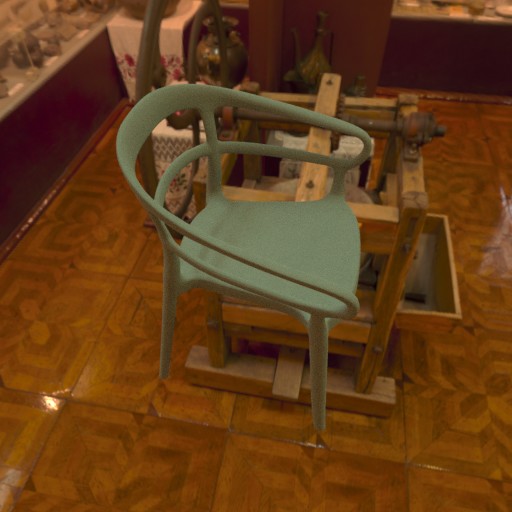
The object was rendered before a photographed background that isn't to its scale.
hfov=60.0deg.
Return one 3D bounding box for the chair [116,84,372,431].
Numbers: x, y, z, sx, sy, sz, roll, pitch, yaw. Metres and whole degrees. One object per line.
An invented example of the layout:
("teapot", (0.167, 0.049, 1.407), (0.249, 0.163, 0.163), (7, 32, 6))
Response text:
("chair", (0.000, 0.000, 1.150), (0.527, 0.761, 0.559), (9, 47, 9))
